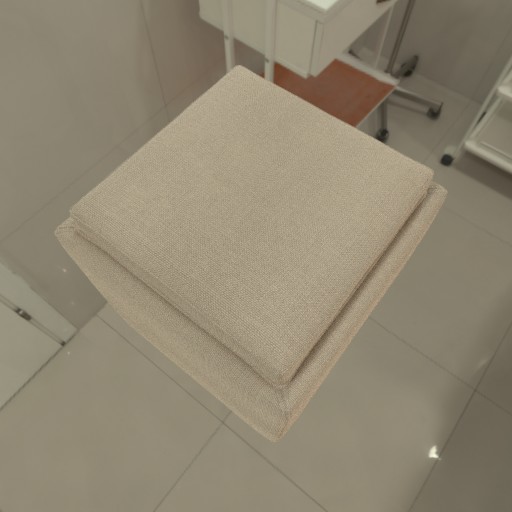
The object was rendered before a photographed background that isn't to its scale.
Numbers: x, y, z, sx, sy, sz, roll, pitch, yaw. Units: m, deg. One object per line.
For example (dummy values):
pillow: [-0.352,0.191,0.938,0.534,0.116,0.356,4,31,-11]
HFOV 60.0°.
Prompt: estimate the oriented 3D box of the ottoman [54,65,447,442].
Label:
ottoman: [0.000,0.000,0.816,0.450,0.460,0.451,35,68,16]
